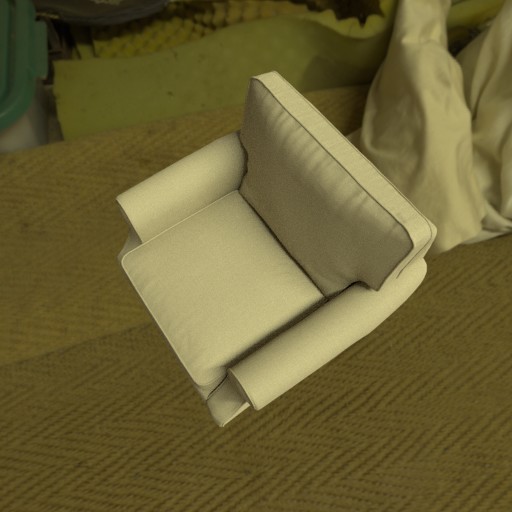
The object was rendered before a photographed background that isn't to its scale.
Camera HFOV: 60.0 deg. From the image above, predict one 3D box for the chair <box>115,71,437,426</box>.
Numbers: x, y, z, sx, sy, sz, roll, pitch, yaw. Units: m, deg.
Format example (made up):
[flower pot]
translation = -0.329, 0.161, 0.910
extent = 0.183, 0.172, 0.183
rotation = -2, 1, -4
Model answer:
[chair]
translation = 0.000, 0.000, 1.797
extent = 0.966, 0.967, 1.029
rotation = -32, 68, -15
